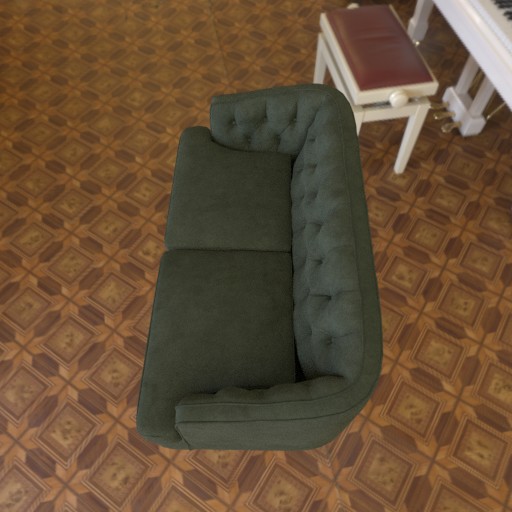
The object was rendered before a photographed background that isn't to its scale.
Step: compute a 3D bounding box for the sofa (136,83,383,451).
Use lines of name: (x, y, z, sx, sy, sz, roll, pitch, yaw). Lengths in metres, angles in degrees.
sofa: (0.000, 0.000, 2.199, 0.941, 0.855, 1.733, 1, 59, 1)
